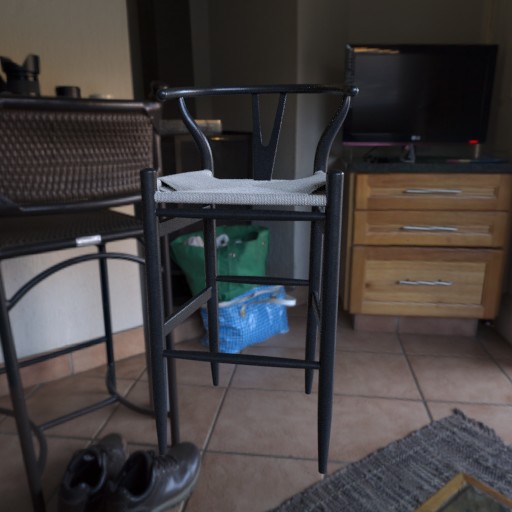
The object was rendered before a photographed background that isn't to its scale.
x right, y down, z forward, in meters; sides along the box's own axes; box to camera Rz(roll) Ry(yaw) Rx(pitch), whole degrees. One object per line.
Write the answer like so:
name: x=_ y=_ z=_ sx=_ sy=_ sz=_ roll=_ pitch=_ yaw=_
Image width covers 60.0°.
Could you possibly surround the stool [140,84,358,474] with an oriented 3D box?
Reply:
stool: x=0.000 y=0.000 z=1.390 sx=0.569 sy=1.072 sz=0.579 roll=2 pitch=15 yaw=9
